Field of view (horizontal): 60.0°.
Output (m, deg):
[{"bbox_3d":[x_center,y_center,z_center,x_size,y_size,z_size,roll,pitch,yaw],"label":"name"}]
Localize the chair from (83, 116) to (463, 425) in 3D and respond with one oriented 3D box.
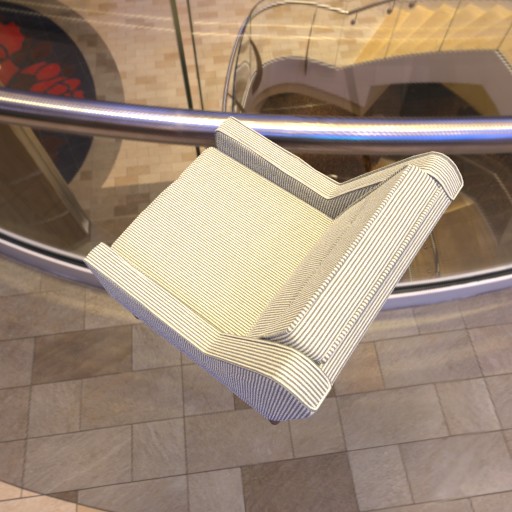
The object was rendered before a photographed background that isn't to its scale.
[{"bbox_3d":[0.000,0.000,1.302,0.743,0.792,0.663,34,68,15],"label":"chair"}]
